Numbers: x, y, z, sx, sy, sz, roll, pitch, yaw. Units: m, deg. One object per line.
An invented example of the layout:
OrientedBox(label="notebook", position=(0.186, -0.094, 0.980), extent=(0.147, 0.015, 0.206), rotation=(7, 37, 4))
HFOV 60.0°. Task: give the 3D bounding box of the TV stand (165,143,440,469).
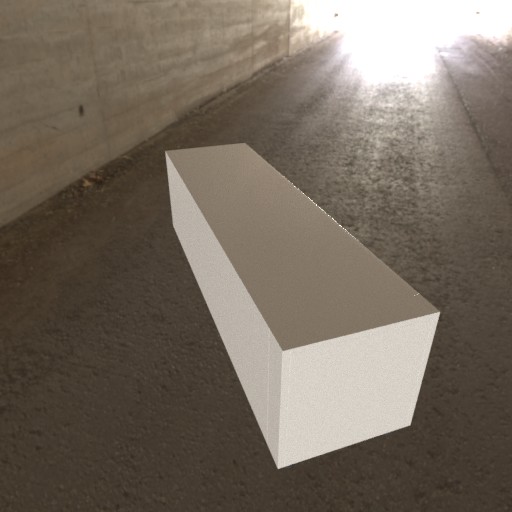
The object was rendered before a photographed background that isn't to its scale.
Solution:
OrientedBox(label="TV stand", position=(0.000, 0.000, 1.728), extent=(0.410, 0.440, 1.500), rotation=(-10, 32, -17))
